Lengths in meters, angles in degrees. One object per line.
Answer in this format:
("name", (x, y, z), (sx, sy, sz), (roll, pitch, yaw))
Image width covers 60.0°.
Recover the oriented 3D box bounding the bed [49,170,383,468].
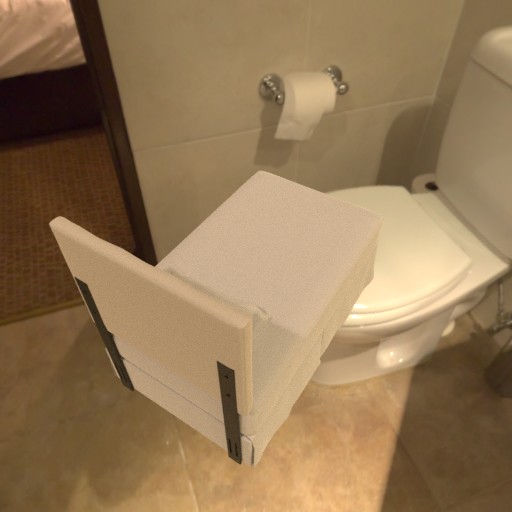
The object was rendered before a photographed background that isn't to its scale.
("bed", (0.000, 0.000, 3.054), (1.261, 1.571, 1.997), (25, 51, 22))
